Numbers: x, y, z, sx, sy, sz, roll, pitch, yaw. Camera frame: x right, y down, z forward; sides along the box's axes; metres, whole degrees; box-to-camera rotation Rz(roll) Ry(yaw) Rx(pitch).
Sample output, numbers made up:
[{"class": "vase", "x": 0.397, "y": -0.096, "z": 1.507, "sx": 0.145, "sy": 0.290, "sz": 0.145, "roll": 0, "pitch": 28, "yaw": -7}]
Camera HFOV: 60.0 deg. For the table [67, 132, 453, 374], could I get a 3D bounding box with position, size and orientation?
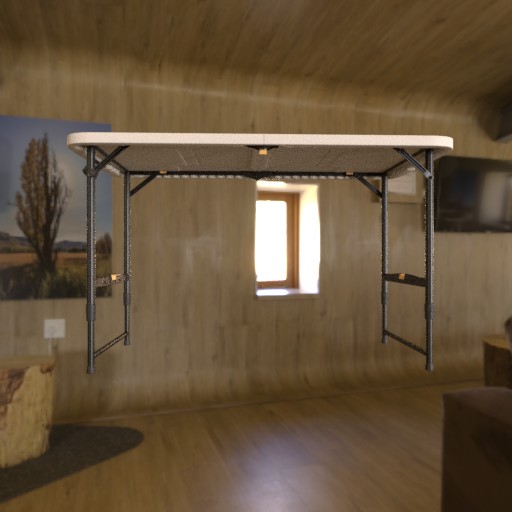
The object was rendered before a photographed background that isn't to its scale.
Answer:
[{"class": "table", "x": 0.000, "y": 0.000, "z": 1.635, "sx": 1.245, "sy": 0.737, "sz": 0.611, "roll": 0, "pitch": 0, "yaw": -2}]
